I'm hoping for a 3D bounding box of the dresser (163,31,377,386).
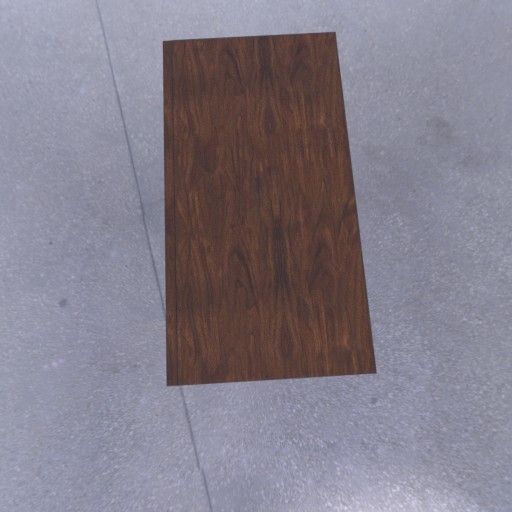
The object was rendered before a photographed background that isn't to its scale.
[{"bbox_3d":[0.000,0.000,1.780,0.498,1.365,0.919,-3,76,-1],"label":"dresser"}]
